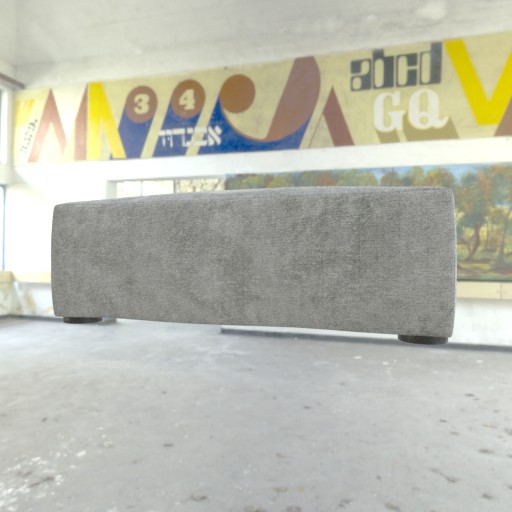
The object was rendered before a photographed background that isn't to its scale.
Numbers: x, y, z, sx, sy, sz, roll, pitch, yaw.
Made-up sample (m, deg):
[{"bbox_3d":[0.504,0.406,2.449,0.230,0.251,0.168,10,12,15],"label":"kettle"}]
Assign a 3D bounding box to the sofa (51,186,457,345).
[{"bbox_3d":[0.000,0.000,1.172,0.930,0.330,0.480,0,0,18],"label":"sofa"}]
